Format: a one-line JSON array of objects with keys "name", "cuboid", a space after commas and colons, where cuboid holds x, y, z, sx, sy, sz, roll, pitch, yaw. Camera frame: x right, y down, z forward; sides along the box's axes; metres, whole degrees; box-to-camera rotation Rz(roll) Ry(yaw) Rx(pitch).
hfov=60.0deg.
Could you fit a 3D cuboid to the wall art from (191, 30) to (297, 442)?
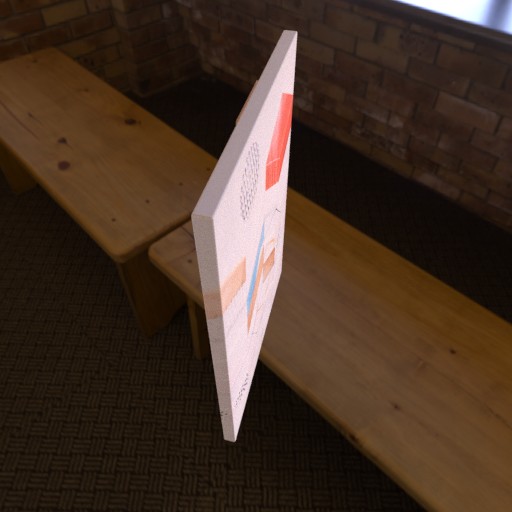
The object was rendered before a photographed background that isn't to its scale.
[{"name": "wall art", "cuboid": [0.000, 0.000, 1.335, 0.045, 1.014, 0.759, 10, 49, 9]}]
